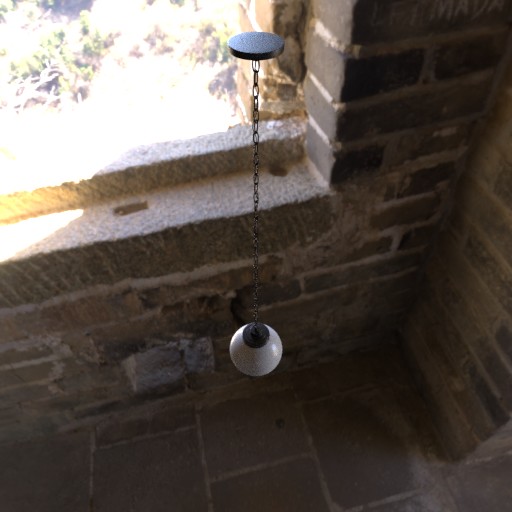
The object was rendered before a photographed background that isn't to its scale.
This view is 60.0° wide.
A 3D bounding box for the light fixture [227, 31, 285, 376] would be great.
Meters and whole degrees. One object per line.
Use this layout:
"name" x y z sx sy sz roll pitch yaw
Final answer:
"light fixture" 0.000 0.000 2.010 0.305 1.867 0.304 23 50 20
